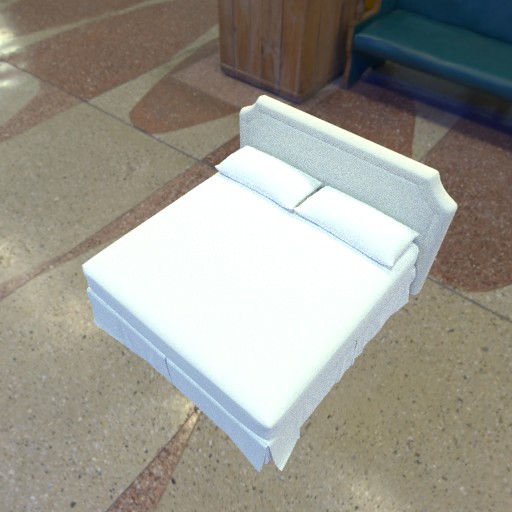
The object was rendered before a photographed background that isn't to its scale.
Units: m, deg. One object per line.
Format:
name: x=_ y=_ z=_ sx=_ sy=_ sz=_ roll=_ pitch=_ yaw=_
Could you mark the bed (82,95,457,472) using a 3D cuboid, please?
bed: x=0.000 y=0.000 z=3.568 sx=2.160 sy=1.301 sz=2.204 roll=33 pitch=56 yaw=26
